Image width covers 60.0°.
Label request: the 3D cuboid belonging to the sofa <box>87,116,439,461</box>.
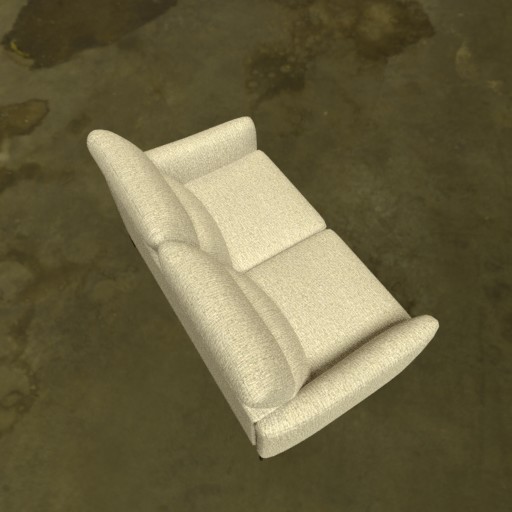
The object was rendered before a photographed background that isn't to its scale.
[{"bbox_3d":[0.000,0.000,2.083,0.905,0.950,1.540,-28,62,-17],"label":"sofa"}]
